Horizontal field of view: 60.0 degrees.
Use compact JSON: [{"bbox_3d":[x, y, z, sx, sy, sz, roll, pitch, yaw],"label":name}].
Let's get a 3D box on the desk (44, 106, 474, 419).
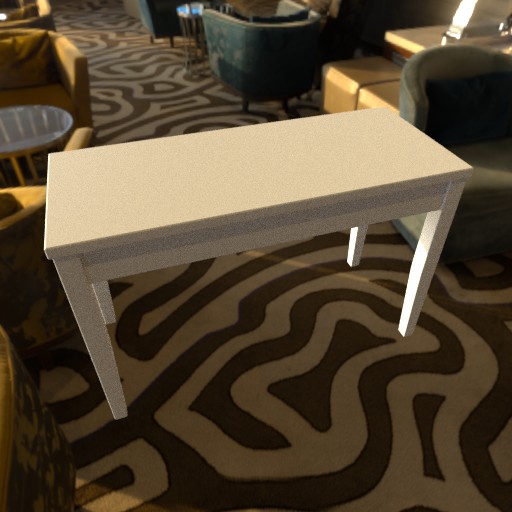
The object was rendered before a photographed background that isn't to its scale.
[{"bbox_3d":[0.000,0.000,1.621,1.220,0.775,0.508,-12,42,-14],"label":"desk"}]
